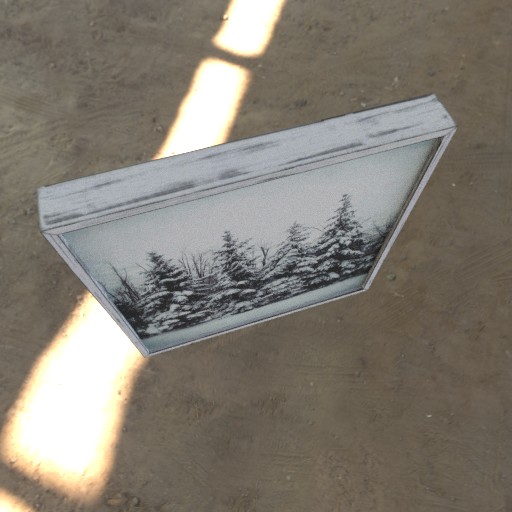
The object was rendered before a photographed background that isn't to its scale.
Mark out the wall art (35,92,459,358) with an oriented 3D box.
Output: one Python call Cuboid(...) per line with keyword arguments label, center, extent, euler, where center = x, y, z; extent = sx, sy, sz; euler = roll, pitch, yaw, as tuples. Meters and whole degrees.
Cuboid(label="wall art", center=(0.000, 0.000, 0.449), extent=(0.303, 0.303, 0.036), euler=(-16, 63, -8))
